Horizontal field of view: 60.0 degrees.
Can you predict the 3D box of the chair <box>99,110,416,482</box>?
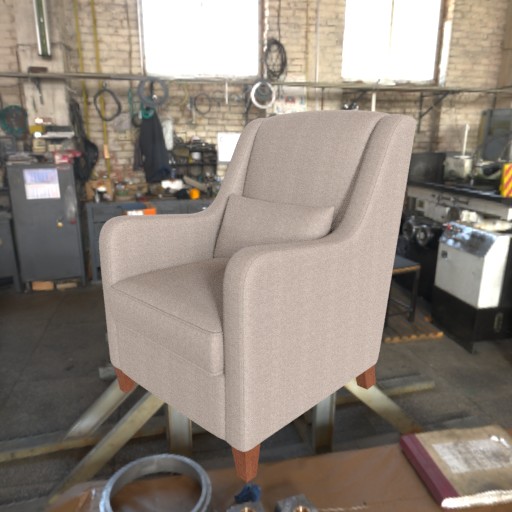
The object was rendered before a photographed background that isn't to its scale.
[{"bbox_3d":[0.000,0.000,1.586,0.715,1.017,0.890,14,21,41],"label":"chair"}]
